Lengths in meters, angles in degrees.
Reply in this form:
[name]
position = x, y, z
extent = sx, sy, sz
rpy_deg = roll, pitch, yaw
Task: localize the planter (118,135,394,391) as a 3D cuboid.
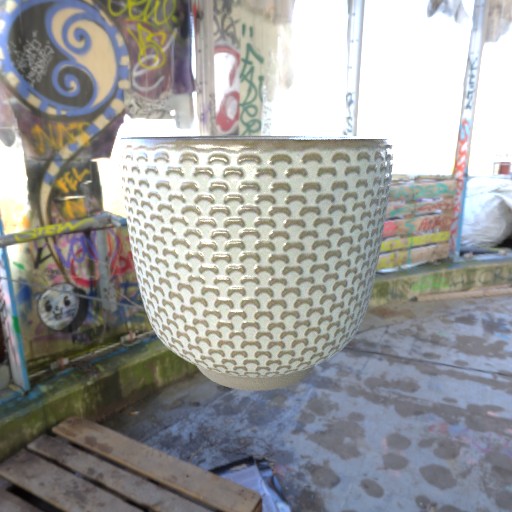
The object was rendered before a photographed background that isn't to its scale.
[planter]
position = 0.000, 0.000, 0.308
extent = 0.173, 0.160, 0.173
rpy_deg = 0, 16, 0
